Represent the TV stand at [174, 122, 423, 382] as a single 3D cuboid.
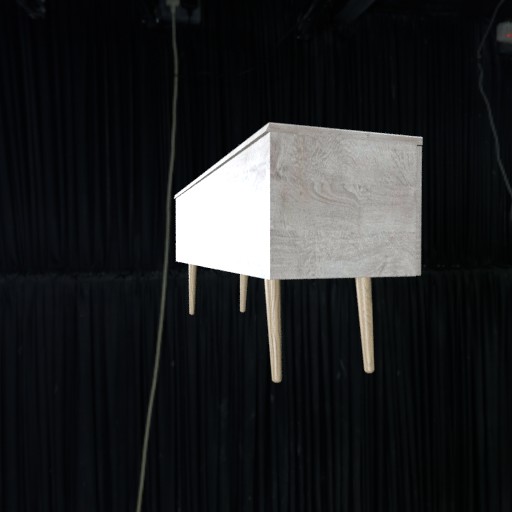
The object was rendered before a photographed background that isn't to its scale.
[{"bbox_3d":[0.000,0.000,1.584,0.401,0.565,1.313,0,1,-19],"label":"TV stand"}]
